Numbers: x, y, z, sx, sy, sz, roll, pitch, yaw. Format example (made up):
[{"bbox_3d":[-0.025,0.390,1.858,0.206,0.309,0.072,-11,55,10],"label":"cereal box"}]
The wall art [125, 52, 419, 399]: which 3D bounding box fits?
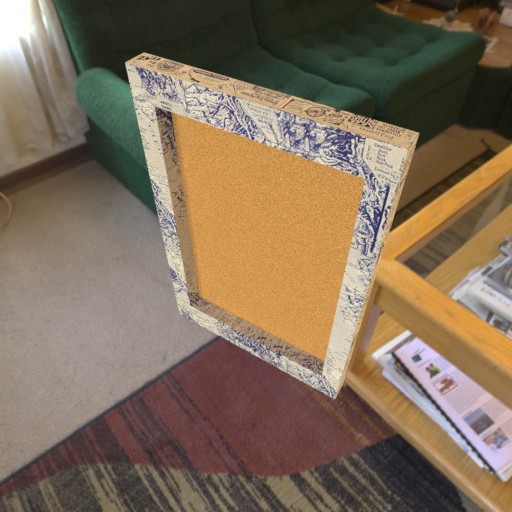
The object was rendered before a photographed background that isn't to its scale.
[{"bbox_3d":[0.000,0.000,0.778,0.408,0.601,0.040,24,52,21],"label":"wall art"}]
